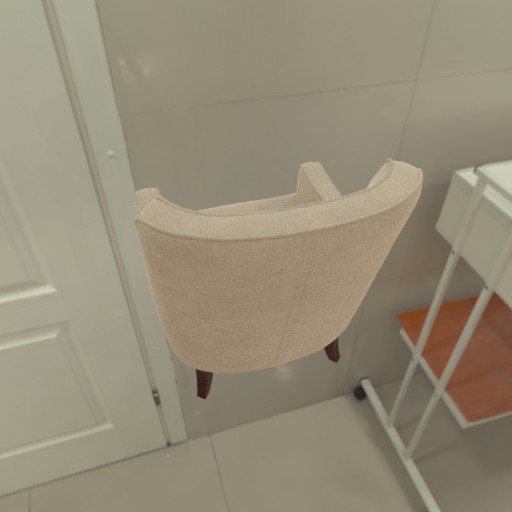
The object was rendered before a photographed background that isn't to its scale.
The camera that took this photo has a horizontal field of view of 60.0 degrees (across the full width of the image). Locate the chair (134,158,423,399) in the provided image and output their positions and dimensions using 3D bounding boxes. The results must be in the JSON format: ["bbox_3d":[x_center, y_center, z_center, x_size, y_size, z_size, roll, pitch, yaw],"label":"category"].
[{"bbox_3d":[0.000,0.000,1.601,0.781,0.920,0.910,-12,42,-13],"label":"chair"}]
